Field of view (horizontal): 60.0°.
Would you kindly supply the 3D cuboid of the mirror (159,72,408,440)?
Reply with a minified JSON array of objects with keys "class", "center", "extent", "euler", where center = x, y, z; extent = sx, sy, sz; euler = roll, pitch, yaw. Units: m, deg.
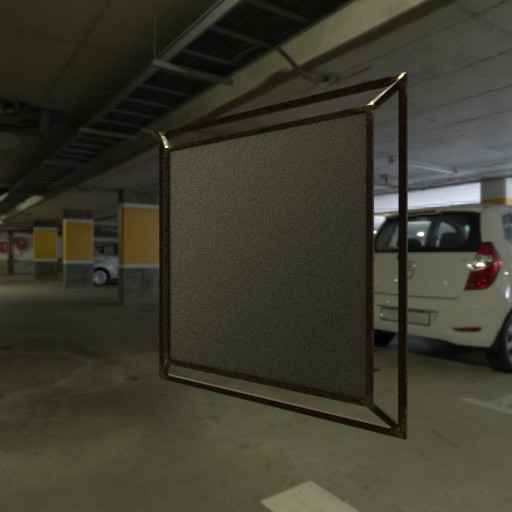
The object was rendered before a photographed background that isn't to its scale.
[{"class":"mirror","center":[0.000,0.000,0.912],"extent":[0.610,0.610,0.032],"euler":[0,0,37]}]
